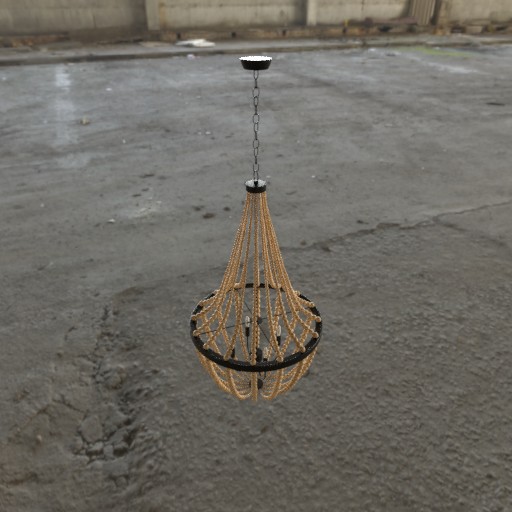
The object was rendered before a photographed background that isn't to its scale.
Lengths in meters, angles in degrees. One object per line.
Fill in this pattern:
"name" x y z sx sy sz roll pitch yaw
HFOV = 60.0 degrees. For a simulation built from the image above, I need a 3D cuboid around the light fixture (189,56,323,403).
"light fixture" 0.000 0.000 1.383 0.450 1.133 0.450 0 30 0
